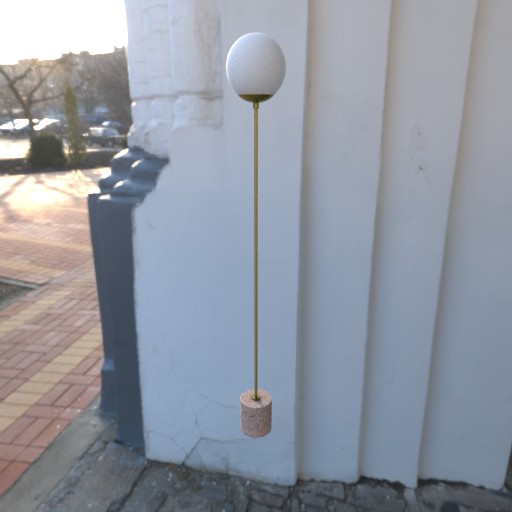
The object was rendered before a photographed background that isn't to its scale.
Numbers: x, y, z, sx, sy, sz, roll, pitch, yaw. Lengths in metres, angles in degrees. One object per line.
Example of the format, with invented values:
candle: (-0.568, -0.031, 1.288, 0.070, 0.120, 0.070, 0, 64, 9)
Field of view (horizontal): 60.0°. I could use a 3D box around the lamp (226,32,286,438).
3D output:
lamp: (0.000, 0.000, 1.914, 0.229, 1.748, 0.229, 9, 19, 27)
